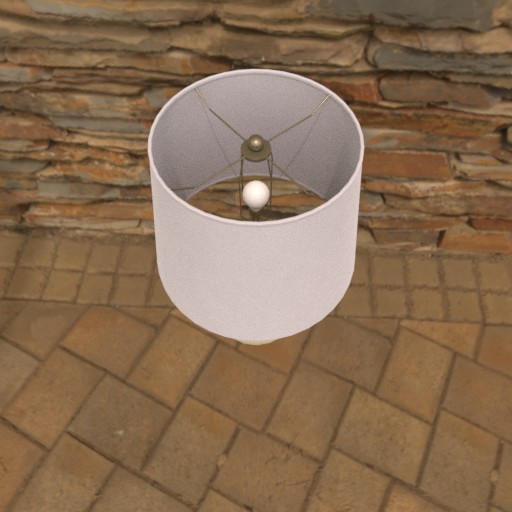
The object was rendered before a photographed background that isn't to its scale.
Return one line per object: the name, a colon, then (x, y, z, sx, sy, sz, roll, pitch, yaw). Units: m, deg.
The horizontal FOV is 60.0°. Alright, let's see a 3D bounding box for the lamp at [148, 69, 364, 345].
lamp: (0.000, 0.000, 0.557, 0.239, 0.399, 0.239, 0, 59, 0)
